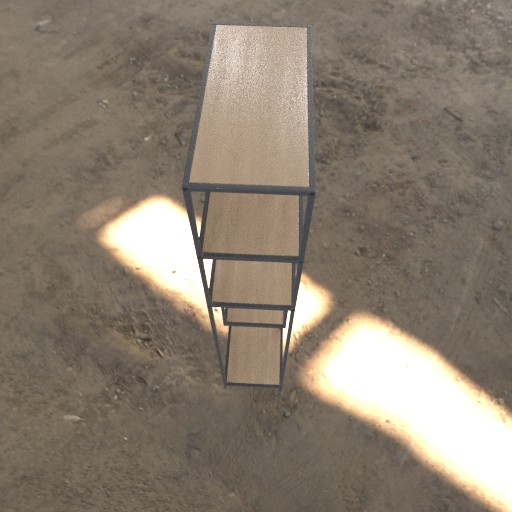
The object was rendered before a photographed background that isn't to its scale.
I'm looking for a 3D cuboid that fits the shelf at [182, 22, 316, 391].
[{"bbox_3d":[0.000,0.000,2.138,0.350,1.850,0.770,2,58,2],"label":"shelf"}]
